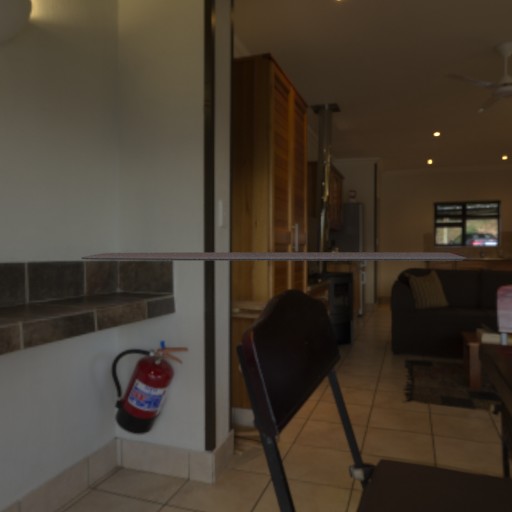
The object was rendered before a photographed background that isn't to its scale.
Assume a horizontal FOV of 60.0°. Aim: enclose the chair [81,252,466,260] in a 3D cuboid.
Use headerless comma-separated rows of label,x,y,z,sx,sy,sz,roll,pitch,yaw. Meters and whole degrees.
chair,0.000,0.000,1.917,1.219,0.024,1.372,0,0,0
